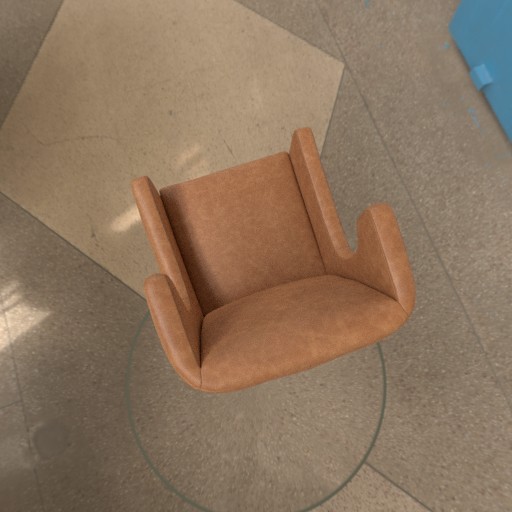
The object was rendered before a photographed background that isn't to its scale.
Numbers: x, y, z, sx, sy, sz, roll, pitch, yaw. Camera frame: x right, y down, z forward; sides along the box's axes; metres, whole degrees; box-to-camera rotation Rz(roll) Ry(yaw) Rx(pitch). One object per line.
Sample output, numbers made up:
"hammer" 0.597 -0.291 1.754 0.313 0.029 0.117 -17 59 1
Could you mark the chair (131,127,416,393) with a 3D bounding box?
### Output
"chair" 0.000 0.000 1.693 0.766 1.079 0.899 -18 76 -5
